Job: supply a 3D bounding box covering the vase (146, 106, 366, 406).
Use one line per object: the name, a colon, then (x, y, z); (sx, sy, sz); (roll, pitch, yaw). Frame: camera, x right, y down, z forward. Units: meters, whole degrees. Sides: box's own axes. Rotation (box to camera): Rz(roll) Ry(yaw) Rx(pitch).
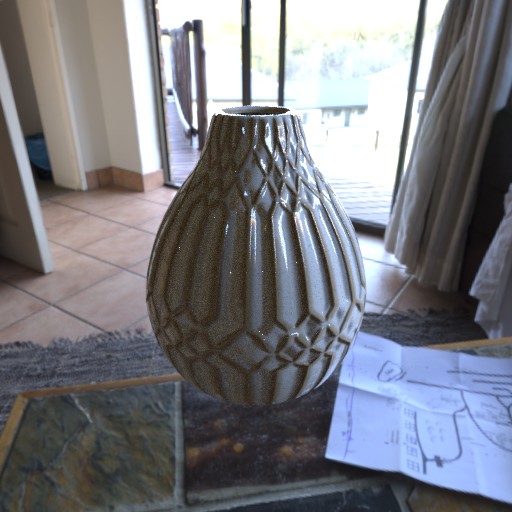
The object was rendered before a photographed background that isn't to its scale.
vase: (0.000, 0.000, 0.318); (0.159, 0.200, 0.159); (0, 25, 0)
